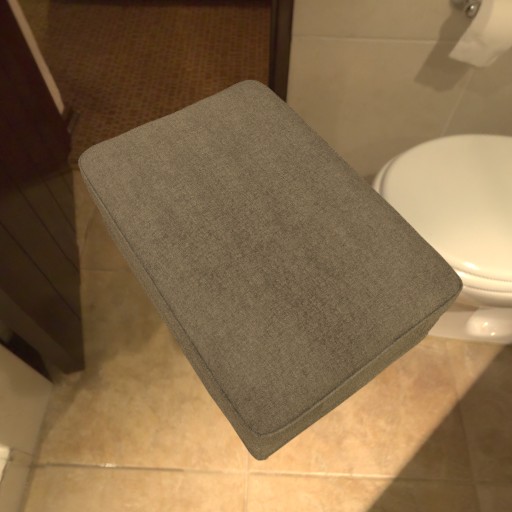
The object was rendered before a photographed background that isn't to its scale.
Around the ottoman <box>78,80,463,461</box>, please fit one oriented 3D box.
[{"bbox_3d":[0.000,0.000,1.139,0.561,0.457,0.813,-30,63,-17],"label":"ottoman"}]
